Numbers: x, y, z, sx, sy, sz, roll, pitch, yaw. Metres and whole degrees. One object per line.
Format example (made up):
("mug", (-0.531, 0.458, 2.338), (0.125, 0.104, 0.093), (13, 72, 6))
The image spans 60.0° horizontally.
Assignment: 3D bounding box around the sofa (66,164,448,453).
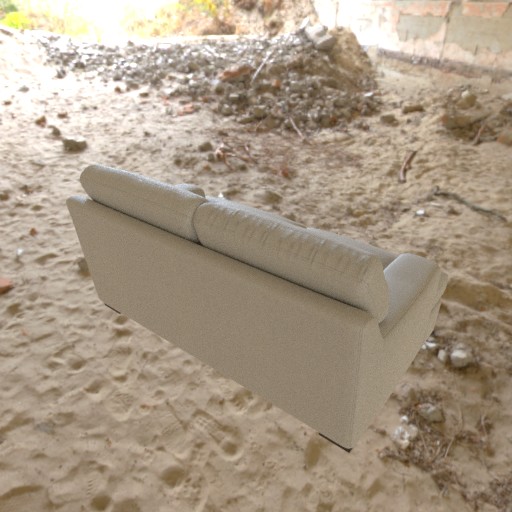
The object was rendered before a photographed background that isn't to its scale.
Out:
("sofa", (0.000, 0.000, 2.496), (1.880, 0.940, 1.143), (21, 36, 32))
